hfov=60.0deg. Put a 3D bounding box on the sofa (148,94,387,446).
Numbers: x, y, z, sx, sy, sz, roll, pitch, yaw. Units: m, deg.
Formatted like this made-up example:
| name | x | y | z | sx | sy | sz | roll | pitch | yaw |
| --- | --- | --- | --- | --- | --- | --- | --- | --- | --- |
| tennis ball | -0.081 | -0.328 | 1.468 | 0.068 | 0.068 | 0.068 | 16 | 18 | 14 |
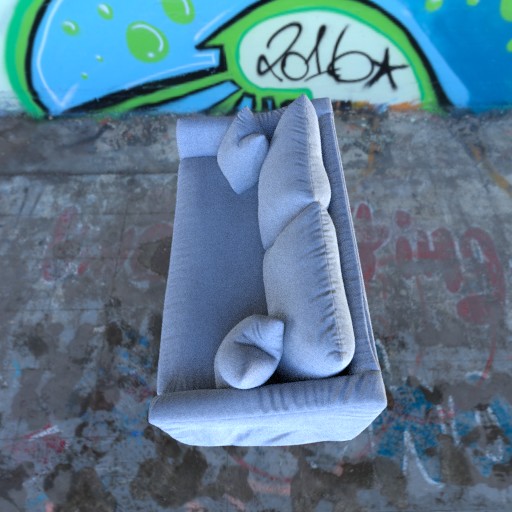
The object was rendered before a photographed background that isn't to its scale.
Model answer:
| name | x | y | z | sx | sy | sz | roll | pitch | yaw |
| --- | --- | --- | --- | --- | --- | --- | --- | --- | --- |
| sofa | 0.000 | 0.000 | 2.668 | 1.072 | 1.018 | 2.010 | -1 | 57 | -1 |
